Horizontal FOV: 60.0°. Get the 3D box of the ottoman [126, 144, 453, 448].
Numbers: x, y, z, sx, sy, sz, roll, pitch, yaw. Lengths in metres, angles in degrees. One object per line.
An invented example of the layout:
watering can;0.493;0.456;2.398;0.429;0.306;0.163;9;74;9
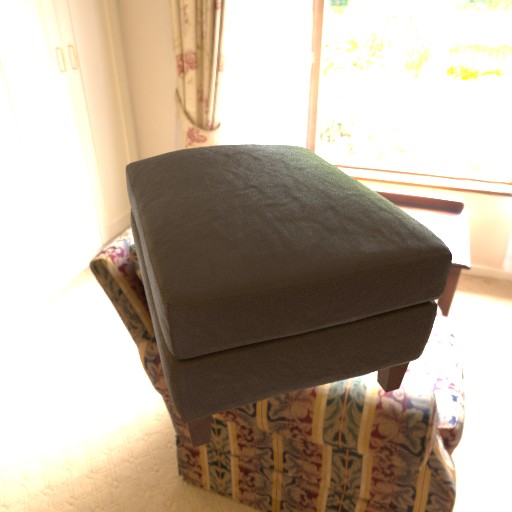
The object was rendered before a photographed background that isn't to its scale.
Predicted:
ottoman;0.000;0.000;1.305;0.659;0.529;0.887;-10;31;-16
